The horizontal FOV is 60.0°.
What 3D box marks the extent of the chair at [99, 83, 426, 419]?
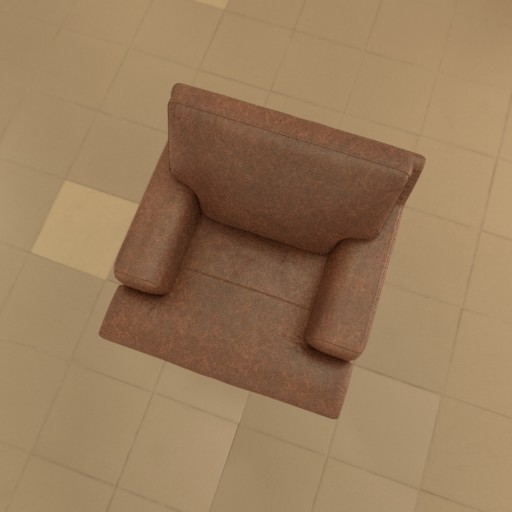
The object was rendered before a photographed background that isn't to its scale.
[{"bbox_3d":[0.000,0.000,2.013,1.168,0.939,1.143,18,77,4],"label":"chair"}]
